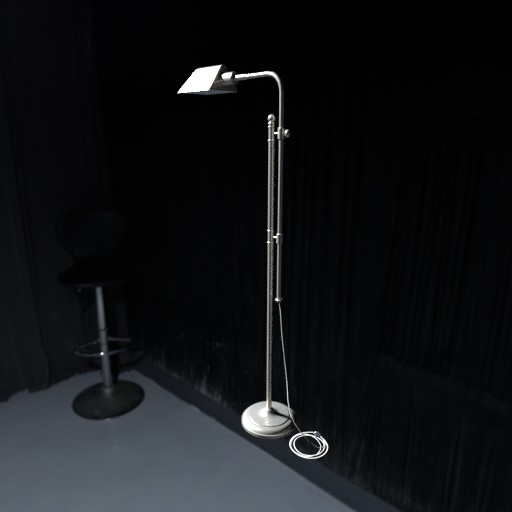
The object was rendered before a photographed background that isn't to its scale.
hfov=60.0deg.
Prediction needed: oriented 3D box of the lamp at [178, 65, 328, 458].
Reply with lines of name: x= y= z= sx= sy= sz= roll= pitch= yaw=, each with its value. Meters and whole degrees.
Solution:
lamp: x=0.000 y=0.000 z=1.922 sx=0.256 sy=1.571 sz=0.813 roll=-15 pitch=22 yaw=-43
